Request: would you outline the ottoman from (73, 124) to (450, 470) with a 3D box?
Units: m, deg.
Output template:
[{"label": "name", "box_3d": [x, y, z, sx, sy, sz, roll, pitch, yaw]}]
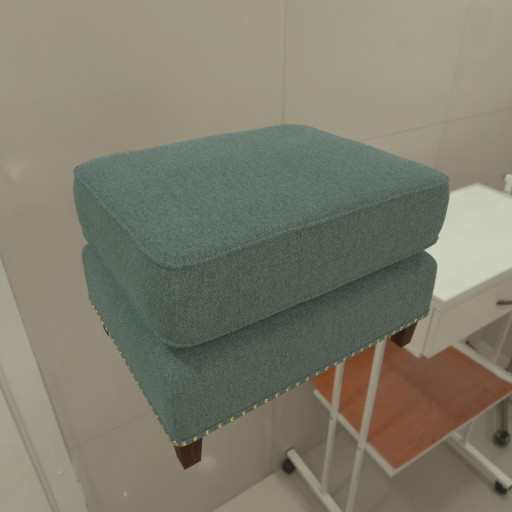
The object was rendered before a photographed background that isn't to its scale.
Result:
[{"label": "ottoman", "box_3d": [0.000, 0.000, 1.113, 0.738, 0.537, 0.589, -19, 35, -29]}]
